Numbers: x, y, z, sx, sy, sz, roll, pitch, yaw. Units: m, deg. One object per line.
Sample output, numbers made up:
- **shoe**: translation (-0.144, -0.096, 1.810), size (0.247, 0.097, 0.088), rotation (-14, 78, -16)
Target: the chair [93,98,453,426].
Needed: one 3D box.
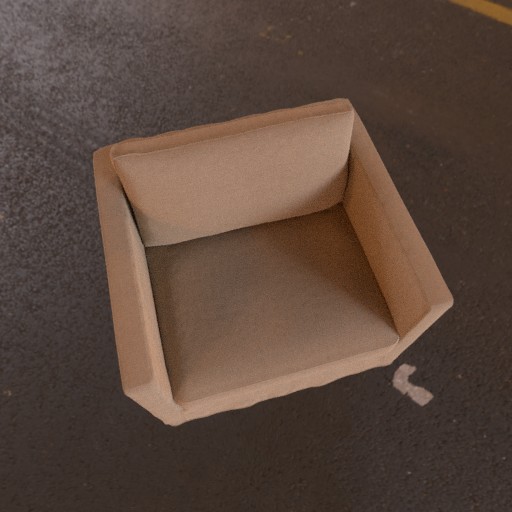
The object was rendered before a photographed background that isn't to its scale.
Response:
- **chair**: translation (0.000, 0.000, 1.734), size (1.057, 0.867, 0.949), rotation (-14, 63, -7)
